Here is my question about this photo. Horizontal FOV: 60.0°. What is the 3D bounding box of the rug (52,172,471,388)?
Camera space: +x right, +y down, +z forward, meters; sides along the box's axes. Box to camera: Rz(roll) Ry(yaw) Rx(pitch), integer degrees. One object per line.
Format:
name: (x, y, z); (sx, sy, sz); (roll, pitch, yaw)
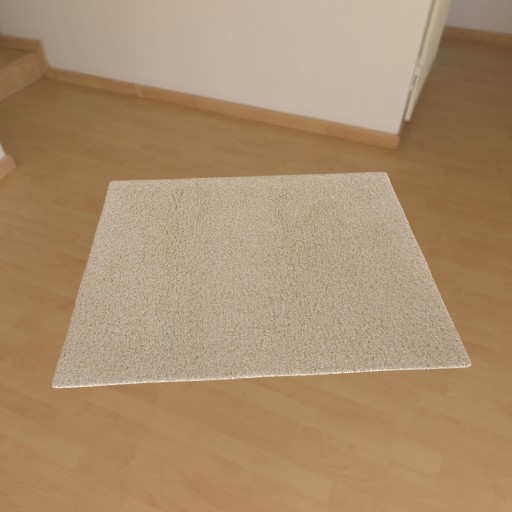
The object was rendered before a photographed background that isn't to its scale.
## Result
rug: (0.000, 0.000, 4.044); (3.047, 0.029, 2.438); (-2, 46, -2)
